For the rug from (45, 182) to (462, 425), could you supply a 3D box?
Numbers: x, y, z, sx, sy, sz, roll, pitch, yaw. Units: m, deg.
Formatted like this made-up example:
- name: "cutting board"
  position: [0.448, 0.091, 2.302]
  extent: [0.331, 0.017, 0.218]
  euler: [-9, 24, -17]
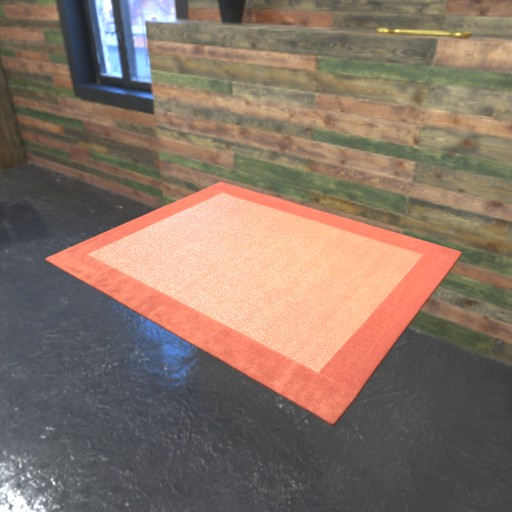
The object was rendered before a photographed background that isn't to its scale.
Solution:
- name: "rug"
  position: [0.000, 0.000, 4.058]
  extent: [2.976, 0.018, 2.430]
  euler: [21, 37, 32]
